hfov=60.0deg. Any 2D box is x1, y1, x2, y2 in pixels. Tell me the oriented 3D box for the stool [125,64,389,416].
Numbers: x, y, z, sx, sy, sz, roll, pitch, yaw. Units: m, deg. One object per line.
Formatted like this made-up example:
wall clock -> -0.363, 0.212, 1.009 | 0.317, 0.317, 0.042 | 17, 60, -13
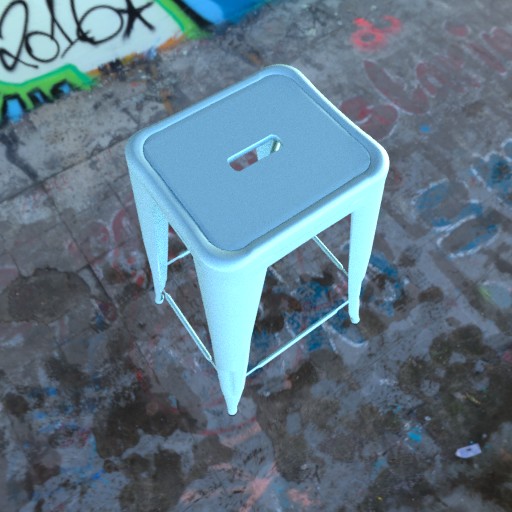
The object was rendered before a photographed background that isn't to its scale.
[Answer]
stool -> 0.000, 0.000, 0.860 | 0.399, 0.609, 0.359 | -33, 67, -16
